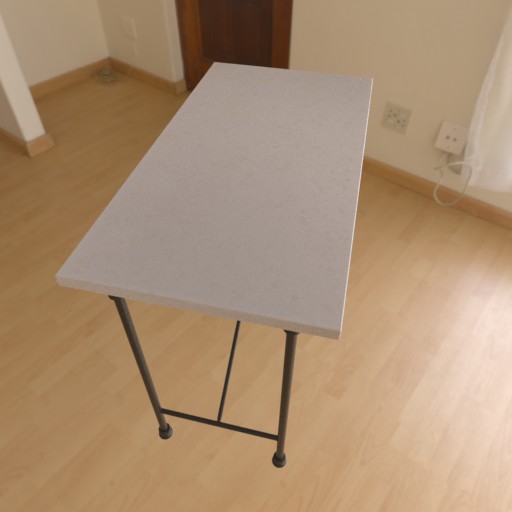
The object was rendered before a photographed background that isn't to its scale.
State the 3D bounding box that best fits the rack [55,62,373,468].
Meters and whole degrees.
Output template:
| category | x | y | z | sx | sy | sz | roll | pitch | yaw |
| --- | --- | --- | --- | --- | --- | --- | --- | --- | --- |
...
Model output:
| category | x | y | z | sx | sy | sz | roll | pitch | yaw |
| --- | --- | --- | --- | --- | --- | --- | --- | --- | --- |
| rack | 0.000 | 0.000 | 1.608 | 0.613 | 0.880 | 1.159 | 10 | 46 | 9 |
